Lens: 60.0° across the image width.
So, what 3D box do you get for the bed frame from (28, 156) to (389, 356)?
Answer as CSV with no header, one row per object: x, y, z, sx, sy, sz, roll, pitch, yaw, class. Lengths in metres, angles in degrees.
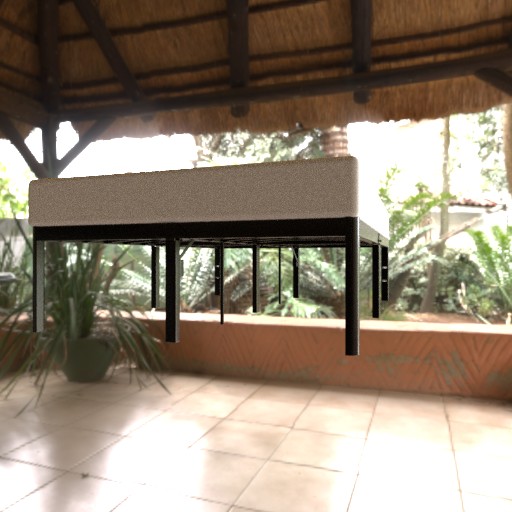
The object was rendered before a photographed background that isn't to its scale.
0.000,0.000,2.589,1.408,0.659,1.956,0,0,19,bed frame
